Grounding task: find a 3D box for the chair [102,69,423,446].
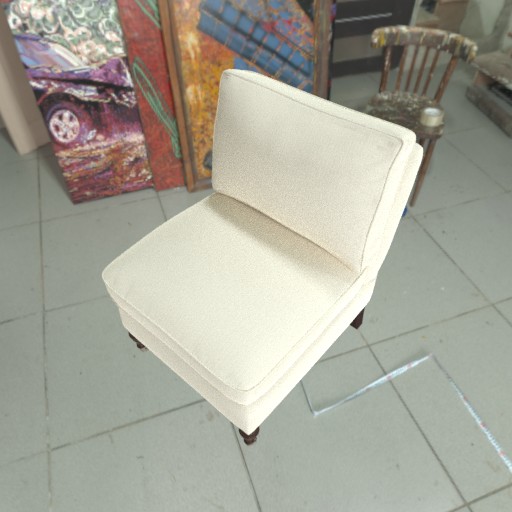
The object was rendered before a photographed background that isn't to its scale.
[{"bbox_3d":[0.000,0.000,1.401,0.630,0.887,0.781,32,54,27],"label":"chair"}]
